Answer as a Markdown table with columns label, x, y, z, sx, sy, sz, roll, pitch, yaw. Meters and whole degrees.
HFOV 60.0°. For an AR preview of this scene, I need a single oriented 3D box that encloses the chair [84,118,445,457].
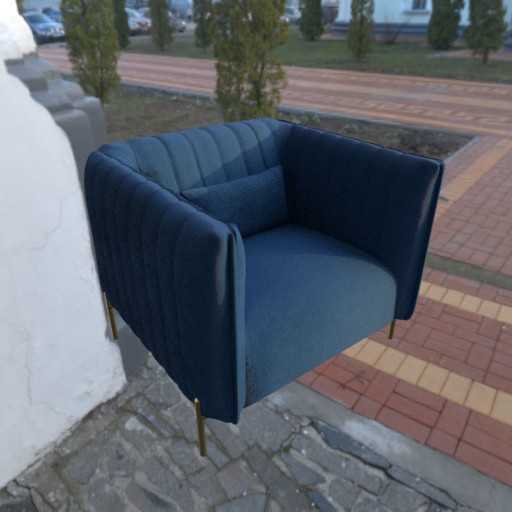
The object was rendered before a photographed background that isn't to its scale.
| label | x | y | z | sx | sy | sz | roll | pitch | yaw |
| --- | --- | --- | --- | --- | --- | --- | --- | --- | --- |
| chair | 0.000 | 0.000 | 1.625 | 0.947 | 0.793 | 0.877 | -20 | 35 | -32 |
